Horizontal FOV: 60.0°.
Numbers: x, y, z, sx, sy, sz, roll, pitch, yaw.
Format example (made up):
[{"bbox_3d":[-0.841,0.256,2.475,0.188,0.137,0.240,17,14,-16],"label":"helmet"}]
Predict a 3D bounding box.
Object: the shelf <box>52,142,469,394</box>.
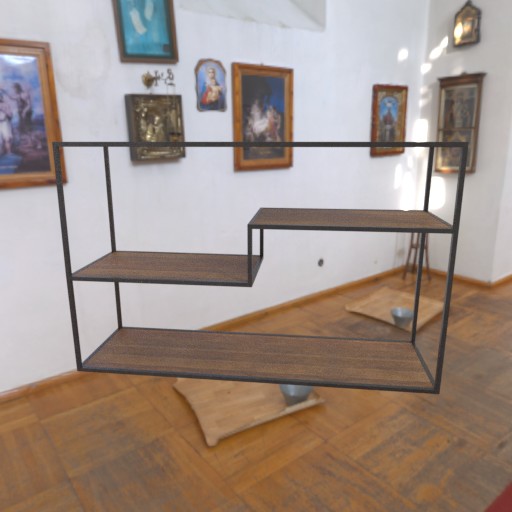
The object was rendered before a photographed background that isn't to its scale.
[{"bbox_3d":[0.000,0.000,1.533,1.201,0.765,0.361,2,15,7],"label":"shelf"}]
